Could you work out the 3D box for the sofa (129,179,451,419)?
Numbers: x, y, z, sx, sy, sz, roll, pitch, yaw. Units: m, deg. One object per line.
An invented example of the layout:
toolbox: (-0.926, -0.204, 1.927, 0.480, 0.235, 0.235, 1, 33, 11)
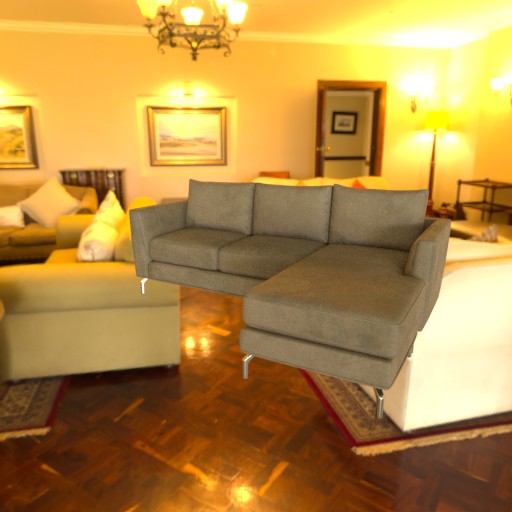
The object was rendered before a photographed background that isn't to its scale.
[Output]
sofa: (0.000, 0.000, 3.249, 2.438, 0.987, 1.622, 8, 17, 28)
